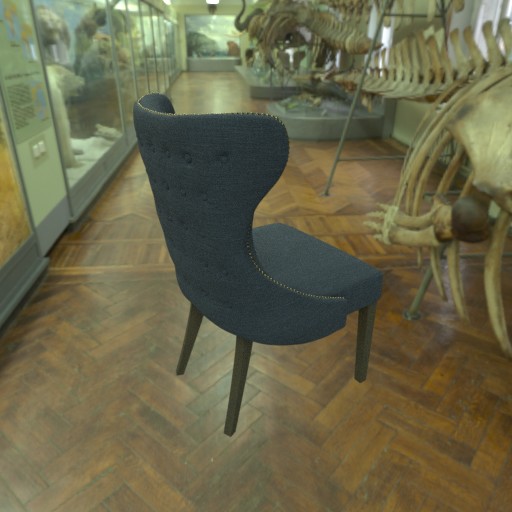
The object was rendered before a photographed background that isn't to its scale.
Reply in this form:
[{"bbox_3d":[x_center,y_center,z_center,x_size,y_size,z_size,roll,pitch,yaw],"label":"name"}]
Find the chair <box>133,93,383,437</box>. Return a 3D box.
[{"bbox_3d":[0.000,0.000,1.413,0.635,0.967,0.628,-17,31,-32],"label":"chair"}]
